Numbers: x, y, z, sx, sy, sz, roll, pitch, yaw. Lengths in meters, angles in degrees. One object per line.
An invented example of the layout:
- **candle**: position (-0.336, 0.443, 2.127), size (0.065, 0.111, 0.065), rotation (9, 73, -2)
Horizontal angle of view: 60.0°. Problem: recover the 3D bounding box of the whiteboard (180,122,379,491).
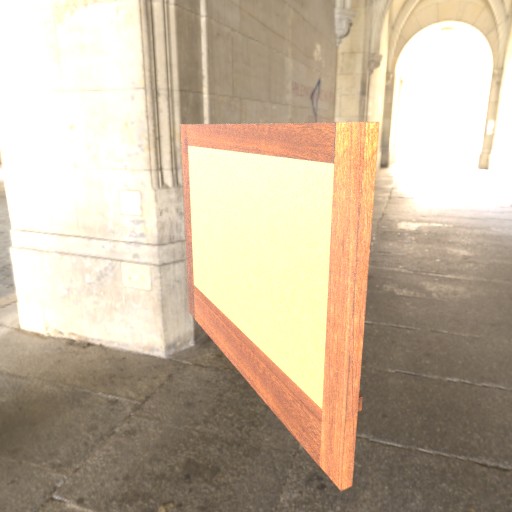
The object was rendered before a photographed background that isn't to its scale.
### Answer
- **whiteboard**: position (0.000, 0.000, 0.976), size (0.083, 0.559, 0.783), rotation (-8, 18, -25)
